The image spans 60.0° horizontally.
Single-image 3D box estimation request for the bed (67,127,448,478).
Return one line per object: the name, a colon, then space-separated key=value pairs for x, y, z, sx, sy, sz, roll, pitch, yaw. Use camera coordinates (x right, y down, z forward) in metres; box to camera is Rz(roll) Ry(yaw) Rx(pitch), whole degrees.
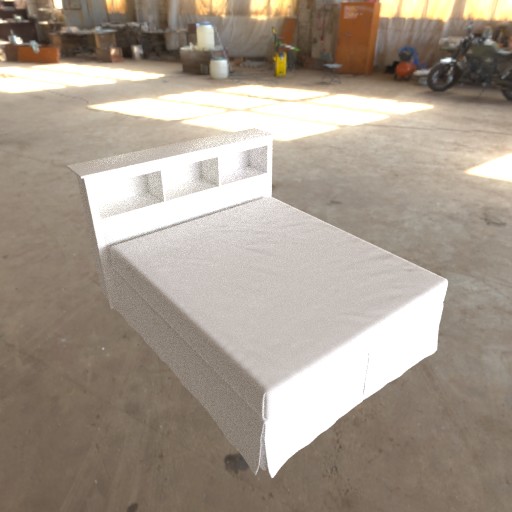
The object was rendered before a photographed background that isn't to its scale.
bed: x=0.000 y=0.000 z=3.088 sx=1.671 sy=1.092 sz=2.133 roll=-22 pitch=37 yaw=-33
